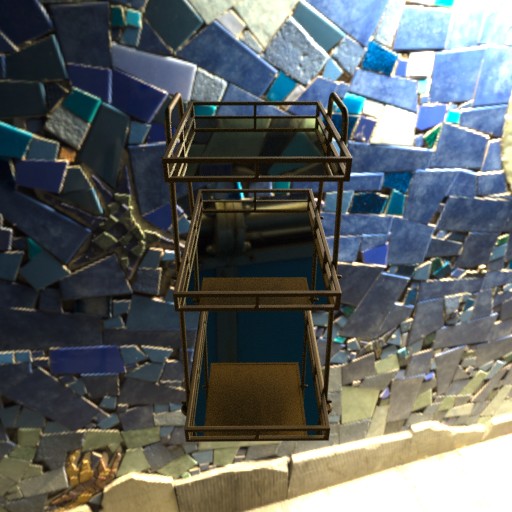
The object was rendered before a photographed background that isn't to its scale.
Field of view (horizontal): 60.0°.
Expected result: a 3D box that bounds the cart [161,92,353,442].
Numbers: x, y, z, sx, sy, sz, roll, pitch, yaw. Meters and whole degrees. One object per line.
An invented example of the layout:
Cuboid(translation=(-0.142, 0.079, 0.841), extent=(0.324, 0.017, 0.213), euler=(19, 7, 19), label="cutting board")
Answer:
Cuboid(translation=(0.000, 0.000, 1.291), extent=(0.441, 0.883, 0.711), euler=(0, 32, -1), label="cart")
